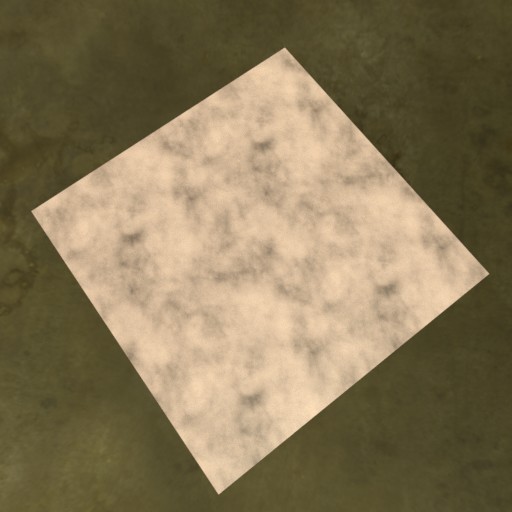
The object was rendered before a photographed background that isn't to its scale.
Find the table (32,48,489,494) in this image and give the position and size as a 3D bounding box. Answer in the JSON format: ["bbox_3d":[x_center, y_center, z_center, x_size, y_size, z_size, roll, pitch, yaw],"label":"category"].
[{"bbox_3d":[0.000,0.000,1.353,0.890,0.305,0.890,-36,78,-9],"label":"table"}]
